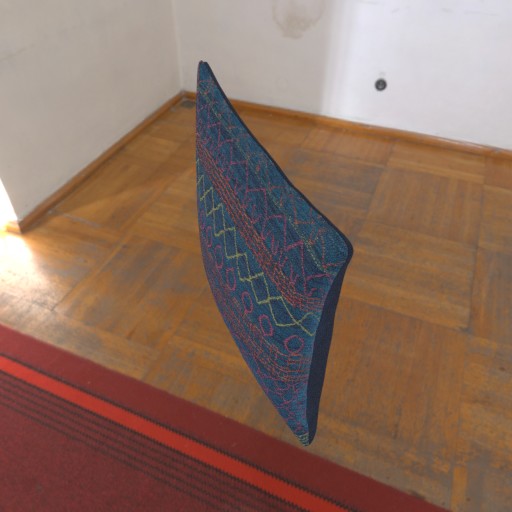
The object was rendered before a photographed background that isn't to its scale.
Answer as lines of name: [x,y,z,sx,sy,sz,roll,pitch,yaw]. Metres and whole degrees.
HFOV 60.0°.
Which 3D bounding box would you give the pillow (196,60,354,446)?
pillow: [0.000,0.000,0.668,0.141,0.431,0.431,-16,47,-15]
